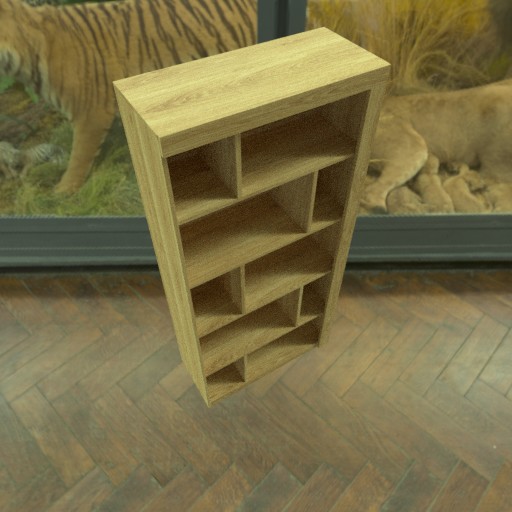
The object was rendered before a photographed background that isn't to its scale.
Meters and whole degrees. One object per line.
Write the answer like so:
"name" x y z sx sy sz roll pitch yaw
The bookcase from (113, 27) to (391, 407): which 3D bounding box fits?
"bookcase" 0.000 0.000 2.385 0.950 2.020 0.420 -24 52 -20
